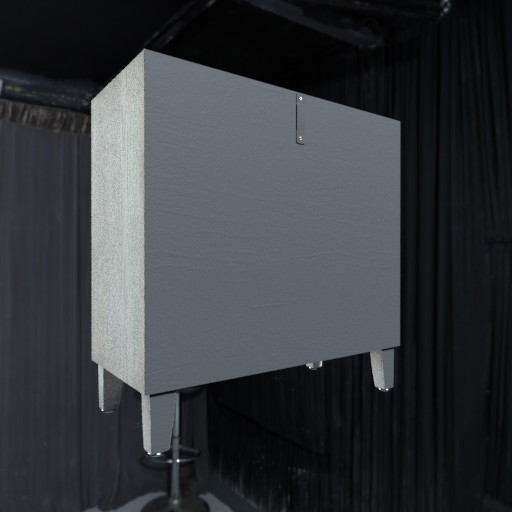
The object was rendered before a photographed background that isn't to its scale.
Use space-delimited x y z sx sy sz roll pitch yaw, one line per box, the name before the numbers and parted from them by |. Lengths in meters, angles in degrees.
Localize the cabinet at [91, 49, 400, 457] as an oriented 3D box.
cabinet | 0.000 0.000 1.215 0.781 0.787 0.370 0 0 -36
